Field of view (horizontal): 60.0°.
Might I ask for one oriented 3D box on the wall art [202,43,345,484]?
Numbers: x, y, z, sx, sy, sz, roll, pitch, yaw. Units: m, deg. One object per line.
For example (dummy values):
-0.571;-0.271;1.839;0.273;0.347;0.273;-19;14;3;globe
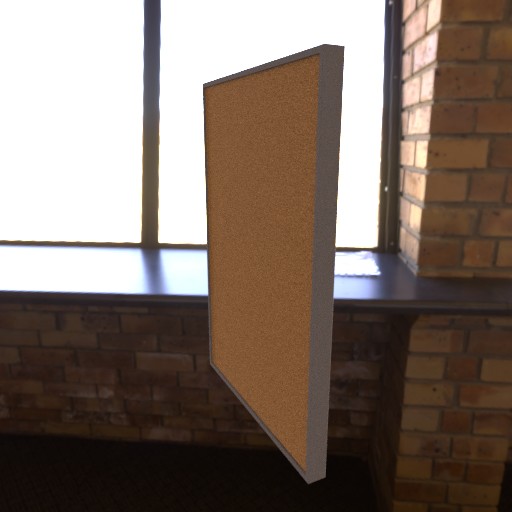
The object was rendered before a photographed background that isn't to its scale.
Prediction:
0.000;0.000;0.958;0.039;0.753;0.511;-7;16;-26;wall art
